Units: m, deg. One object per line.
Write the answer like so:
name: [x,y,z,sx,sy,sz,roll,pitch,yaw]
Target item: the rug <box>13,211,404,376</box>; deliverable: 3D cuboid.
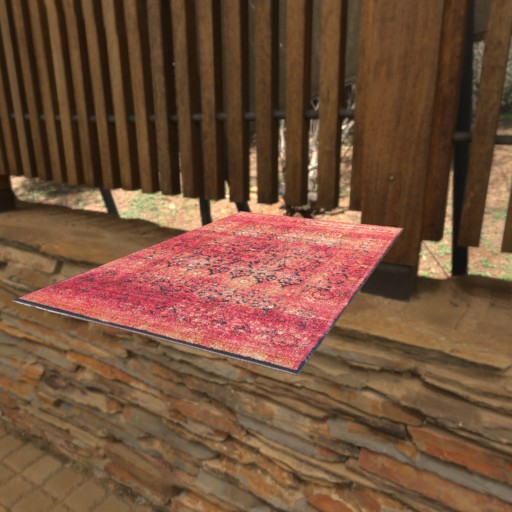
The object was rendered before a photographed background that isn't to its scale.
rug: [0.000,0.000,2.963,1.539,0.018,2.449,8,19,25]
